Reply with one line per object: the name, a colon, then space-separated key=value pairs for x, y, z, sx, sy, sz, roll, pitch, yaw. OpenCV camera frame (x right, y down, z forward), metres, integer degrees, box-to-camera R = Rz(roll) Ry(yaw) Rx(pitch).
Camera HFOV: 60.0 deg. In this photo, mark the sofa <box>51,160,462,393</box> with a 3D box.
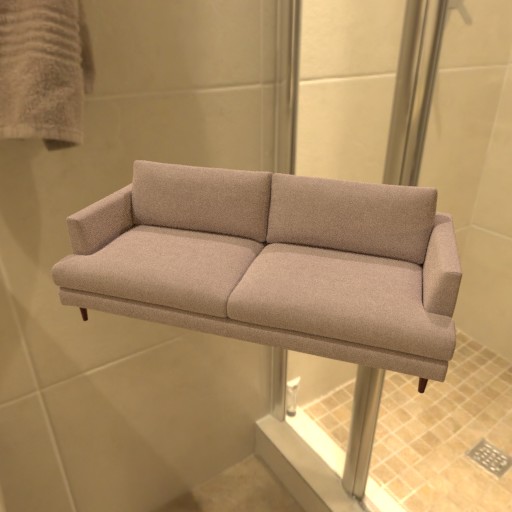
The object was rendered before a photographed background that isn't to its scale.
sofa: x=0.000 y=0.000 z=2.731 sx=2.250 sy=0.868 sz=1.020 roll=8 pitch=28 yaw=16
